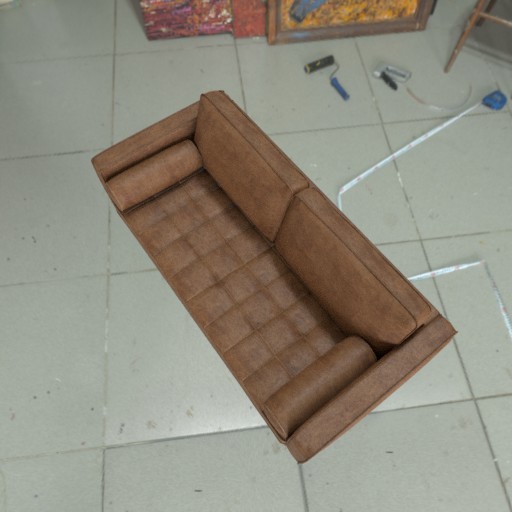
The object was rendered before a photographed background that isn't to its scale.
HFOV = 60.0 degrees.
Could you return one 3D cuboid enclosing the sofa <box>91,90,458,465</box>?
[{"bbox_3d":[0.000,0.000,2.405,0.924,0.825,1.920,-33,68,-16],"label":"sofa"}]
